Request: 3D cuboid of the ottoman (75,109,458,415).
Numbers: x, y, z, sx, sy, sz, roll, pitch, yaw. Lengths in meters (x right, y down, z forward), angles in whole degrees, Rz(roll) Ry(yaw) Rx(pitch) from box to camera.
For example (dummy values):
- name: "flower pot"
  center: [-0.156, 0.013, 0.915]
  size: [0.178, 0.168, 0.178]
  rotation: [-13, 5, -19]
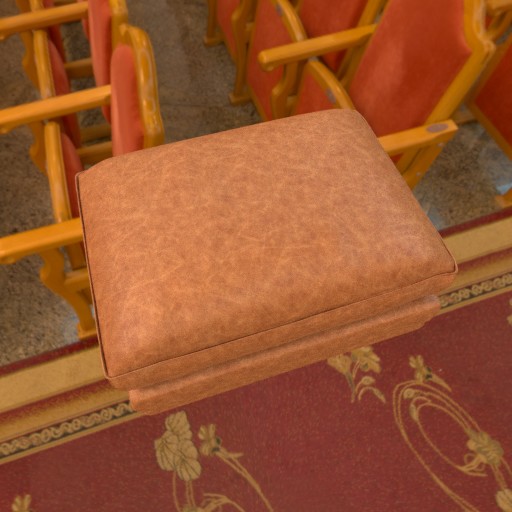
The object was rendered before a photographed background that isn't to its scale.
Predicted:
- name: "ottoman"
  center: [0.000, 0.000, 1.071]
  size: [0.710, 0.480, 0.533]
  rotation: [-15, 60, -9]
